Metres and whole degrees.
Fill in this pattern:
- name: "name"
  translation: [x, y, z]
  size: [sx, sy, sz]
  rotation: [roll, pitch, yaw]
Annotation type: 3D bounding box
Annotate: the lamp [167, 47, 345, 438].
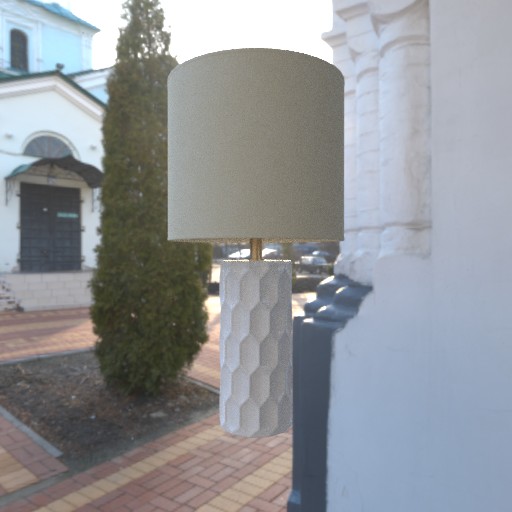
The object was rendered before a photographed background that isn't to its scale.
- name: "lamp"
  translation: [0.000, 0.000, 0.707]
  size: [0.277, 0.537, 0.277]
  rotation: [0, 1, -36]
